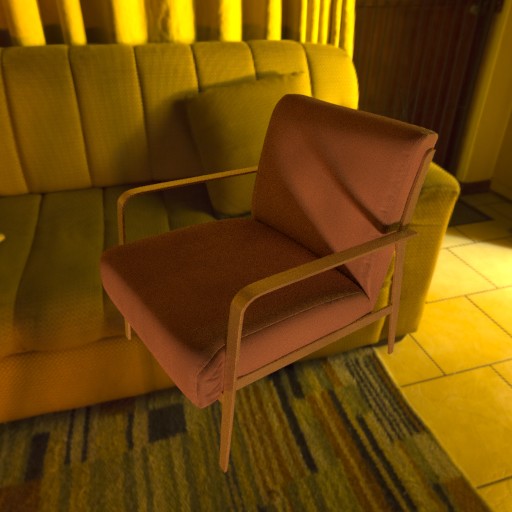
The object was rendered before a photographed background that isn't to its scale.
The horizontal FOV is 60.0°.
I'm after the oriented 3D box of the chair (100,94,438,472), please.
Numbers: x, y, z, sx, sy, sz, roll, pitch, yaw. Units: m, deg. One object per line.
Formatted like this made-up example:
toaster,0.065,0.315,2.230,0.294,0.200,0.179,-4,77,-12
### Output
chair,0.000,0.000,1.434,0.848,0.823,0.701,-22,38,-30
